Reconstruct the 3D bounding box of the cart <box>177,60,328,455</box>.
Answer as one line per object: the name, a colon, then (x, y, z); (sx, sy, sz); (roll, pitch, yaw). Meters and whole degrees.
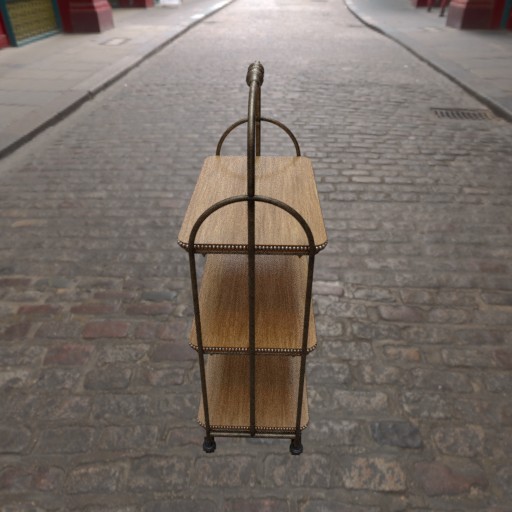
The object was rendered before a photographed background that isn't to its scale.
cart: (0.000, 0.000, 1.305); (0.330, 1.052, 0.650); (1, 33, 1)
